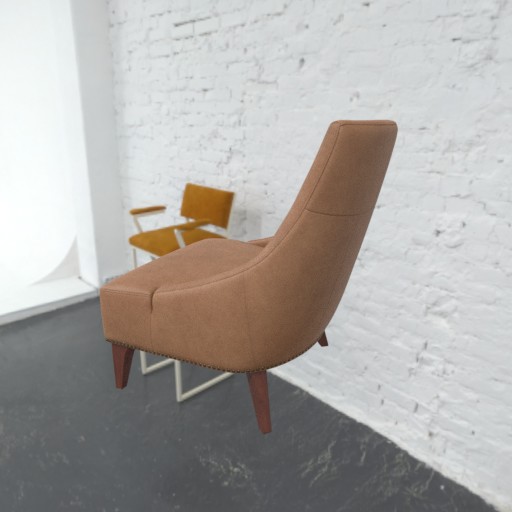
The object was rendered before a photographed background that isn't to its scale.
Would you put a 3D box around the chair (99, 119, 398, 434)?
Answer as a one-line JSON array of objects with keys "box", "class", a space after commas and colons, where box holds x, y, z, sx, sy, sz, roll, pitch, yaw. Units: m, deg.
[{"box": [0.000, 0.000, 1.547, 0.861, 0.909, 0.701, 8, 19, 24], "class": "chair"}]
